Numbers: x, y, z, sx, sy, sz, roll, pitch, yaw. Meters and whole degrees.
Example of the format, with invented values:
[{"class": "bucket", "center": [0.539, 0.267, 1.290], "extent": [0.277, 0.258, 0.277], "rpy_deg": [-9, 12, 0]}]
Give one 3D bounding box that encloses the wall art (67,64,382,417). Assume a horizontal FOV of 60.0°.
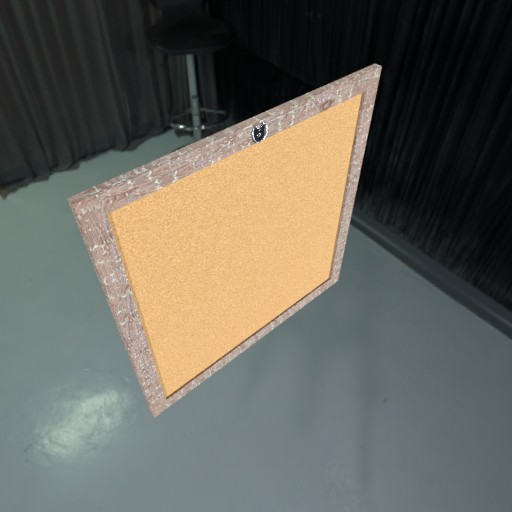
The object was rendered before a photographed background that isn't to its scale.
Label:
[{"class": "wall art", "center": [0.000, 0.000, 0.572], "extent": [0.384, 0.384, 0.012], "rpy_deg": [-32, 54, -27]}]
